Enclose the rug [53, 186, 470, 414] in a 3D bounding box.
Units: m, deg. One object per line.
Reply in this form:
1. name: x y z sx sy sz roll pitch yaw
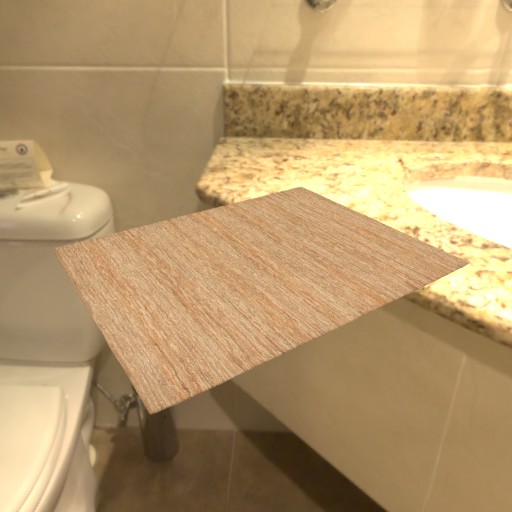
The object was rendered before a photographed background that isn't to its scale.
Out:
1. rug: 0.000 0.000 3.931 2.939 0.009 2.313 -18 34 -29
